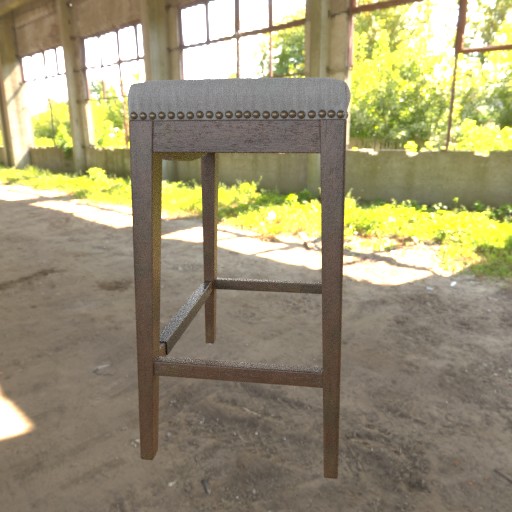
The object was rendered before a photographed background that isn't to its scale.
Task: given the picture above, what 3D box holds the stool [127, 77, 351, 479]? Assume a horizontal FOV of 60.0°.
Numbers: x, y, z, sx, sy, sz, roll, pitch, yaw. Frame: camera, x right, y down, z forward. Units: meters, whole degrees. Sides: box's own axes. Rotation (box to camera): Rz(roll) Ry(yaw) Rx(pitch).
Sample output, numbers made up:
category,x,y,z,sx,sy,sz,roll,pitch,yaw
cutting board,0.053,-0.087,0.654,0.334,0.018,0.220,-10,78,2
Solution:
category,x,y,z,sx,sy,sz,roll,pitch,yaw
stool,0.000,0.000,0.947,0.356,0.660,0.508,2,15,8
